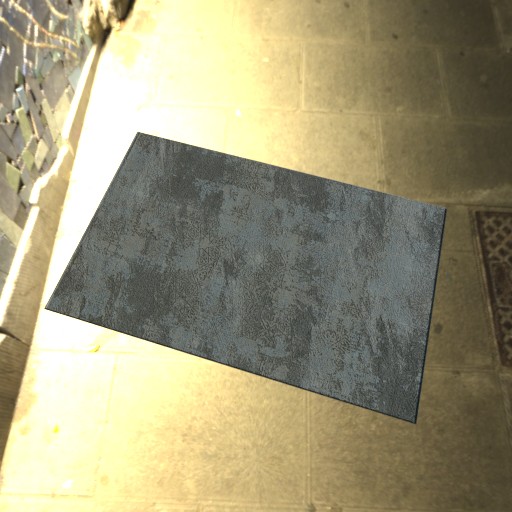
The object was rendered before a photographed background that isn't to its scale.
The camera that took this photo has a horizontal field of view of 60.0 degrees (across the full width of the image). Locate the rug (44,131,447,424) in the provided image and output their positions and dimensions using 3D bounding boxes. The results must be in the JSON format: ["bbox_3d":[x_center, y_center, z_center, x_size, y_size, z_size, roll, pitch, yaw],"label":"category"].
[{"bbox_3d":[0.000,0.000,3.055,2.431,0.012,1.536,15,66,7],"label":"rug"}]
